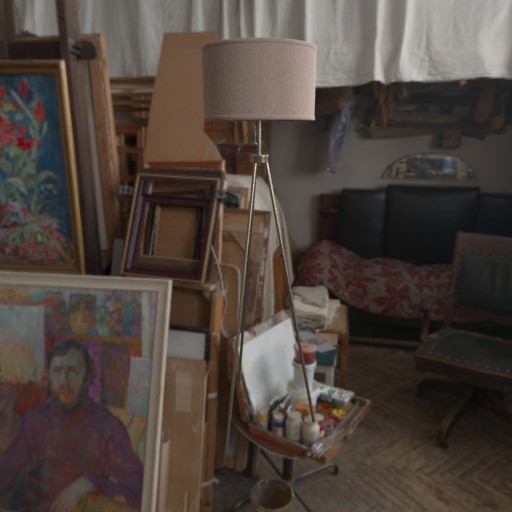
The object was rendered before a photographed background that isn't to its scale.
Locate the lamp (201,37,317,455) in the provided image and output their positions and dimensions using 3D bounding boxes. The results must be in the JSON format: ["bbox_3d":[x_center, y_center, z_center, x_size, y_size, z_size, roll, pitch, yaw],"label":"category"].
[{"bbox_3d":[0.000,0.000,1.808,0.449,1.545,0.460,-9,18,-27],"label":"lamp"}]
